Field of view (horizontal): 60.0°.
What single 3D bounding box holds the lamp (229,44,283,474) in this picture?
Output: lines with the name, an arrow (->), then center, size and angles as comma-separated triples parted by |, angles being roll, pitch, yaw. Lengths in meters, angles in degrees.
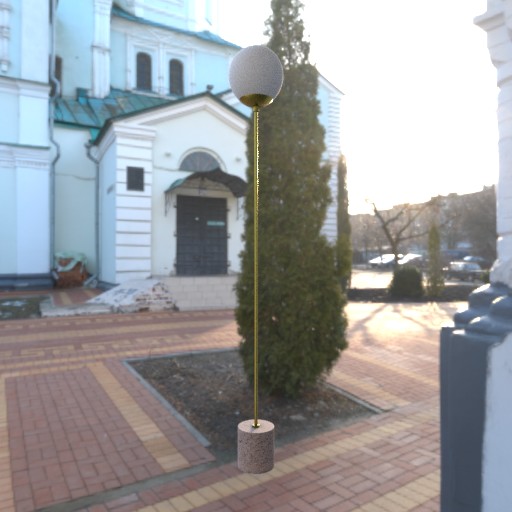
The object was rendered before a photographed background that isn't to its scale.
lamp -> 0.000, 0.000, 1.853 | 0.229, 1.748, 0.229 | 0, 0, -18
